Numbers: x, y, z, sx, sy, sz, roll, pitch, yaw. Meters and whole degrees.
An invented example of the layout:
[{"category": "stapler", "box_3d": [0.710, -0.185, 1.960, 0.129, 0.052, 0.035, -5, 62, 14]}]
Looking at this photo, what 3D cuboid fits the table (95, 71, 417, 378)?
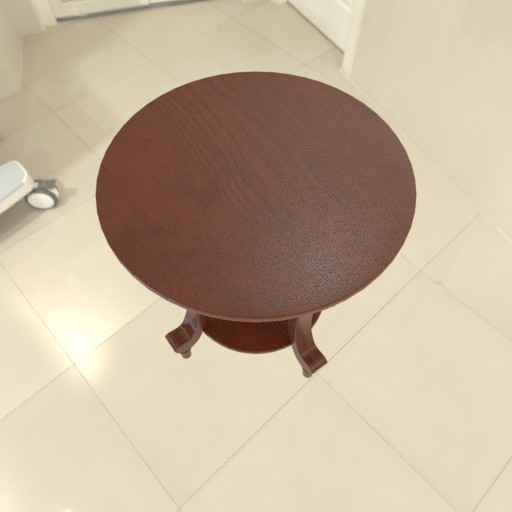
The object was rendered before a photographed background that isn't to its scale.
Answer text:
[{"category": "table", "box_3d": [0.000, 0.000, 1.097, 0.597, 0.612, 0.597, 0, 59, 0]}]
